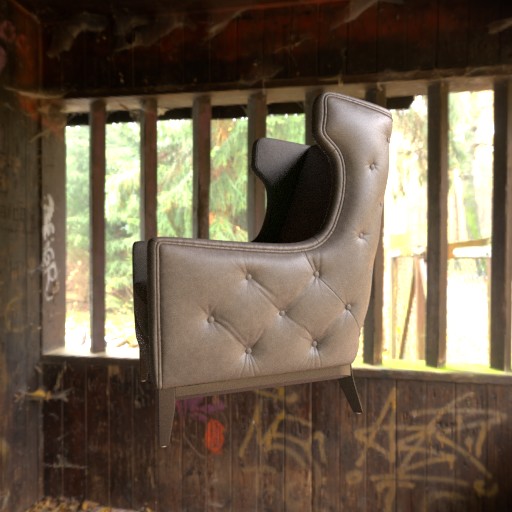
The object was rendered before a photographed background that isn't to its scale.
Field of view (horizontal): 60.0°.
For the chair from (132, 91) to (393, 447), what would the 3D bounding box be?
[{"bbox_3d":[0.000,0.000,1.712,0.899,1.079,0.769,0,1,-19],"label":"chair"}]
